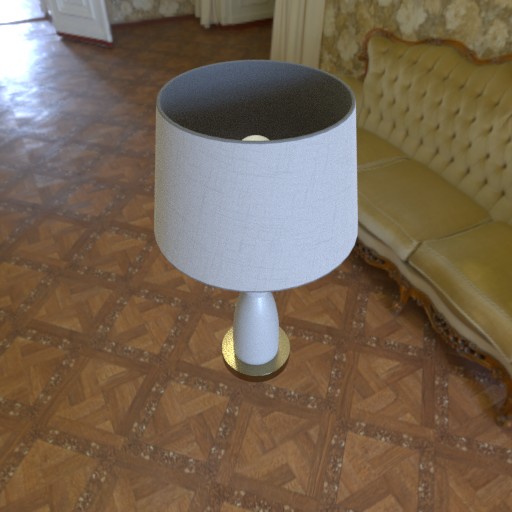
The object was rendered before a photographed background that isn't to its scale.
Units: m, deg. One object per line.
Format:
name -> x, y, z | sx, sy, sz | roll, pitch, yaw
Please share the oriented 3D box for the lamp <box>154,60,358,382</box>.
lamp -> 0.000, 0.000, 0.734 | 0.309, 0.545, 0.309 | 0, 43, 0
